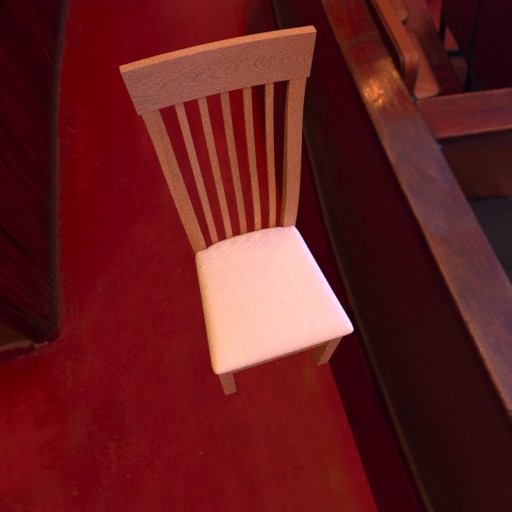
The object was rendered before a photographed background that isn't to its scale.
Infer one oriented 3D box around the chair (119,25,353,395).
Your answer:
[{"bbox_3d":[0.000,0.000,1.341,0.450,1.050,0.580,-16,64,-8],"label":"chair"}]
